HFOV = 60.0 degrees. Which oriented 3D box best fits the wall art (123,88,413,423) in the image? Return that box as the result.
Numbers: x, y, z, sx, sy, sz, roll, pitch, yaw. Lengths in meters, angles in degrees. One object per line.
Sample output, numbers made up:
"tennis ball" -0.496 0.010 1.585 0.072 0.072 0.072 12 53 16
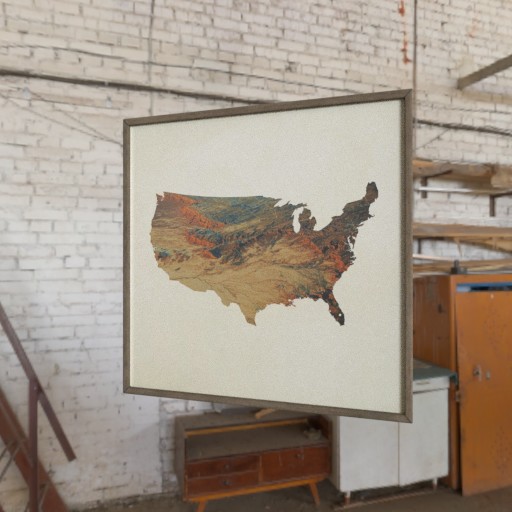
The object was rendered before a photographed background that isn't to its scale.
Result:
"wall art" 0.000 0.000 1.126 0.749 0.751 0.050 0 0 17
